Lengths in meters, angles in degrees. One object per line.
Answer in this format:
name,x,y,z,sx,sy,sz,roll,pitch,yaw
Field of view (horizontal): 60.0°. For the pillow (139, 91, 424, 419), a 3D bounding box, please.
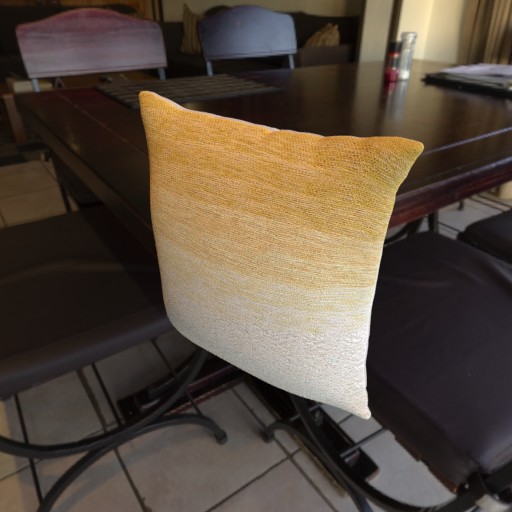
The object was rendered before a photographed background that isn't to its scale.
pillow,0.000,0.000,0.702,0.450,0.450,0.211,21,37,30
